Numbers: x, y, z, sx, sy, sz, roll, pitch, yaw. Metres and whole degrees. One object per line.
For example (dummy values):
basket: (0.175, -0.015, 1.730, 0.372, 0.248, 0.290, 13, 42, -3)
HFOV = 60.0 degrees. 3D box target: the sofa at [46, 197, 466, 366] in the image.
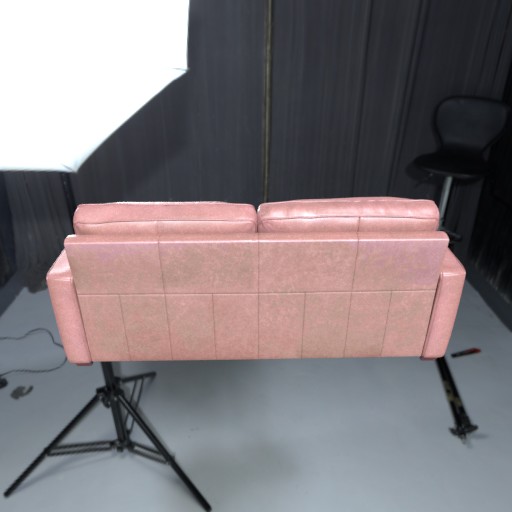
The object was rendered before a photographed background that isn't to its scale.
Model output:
sofa: (0.000, 0.000, 2.595, 2.080, 0.919, 0.940, -1, 29, -1)
